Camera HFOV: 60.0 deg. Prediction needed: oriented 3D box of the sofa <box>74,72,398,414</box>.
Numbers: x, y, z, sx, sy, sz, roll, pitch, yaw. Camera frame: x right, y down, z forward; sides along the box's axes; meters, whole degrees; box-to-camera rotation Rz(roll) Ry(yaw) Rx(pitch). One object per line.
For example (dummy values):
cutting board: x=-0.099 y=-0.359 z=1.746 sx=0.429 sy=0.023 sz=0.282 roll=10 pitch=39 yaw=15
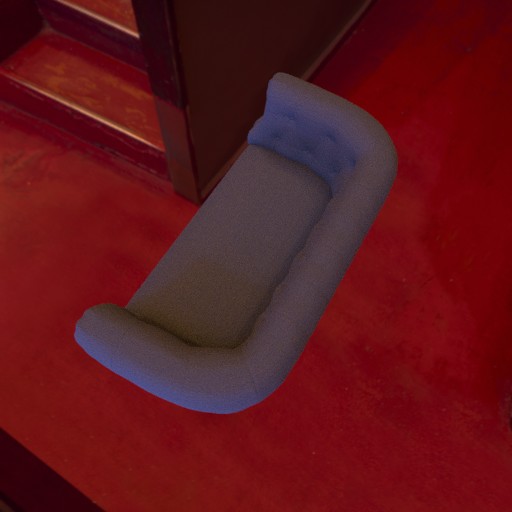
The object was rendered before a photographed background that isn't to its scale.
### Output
sofa: x=0.000 y=0.000 z=2.112 sx=0.835 sy=0.827 sz=1.558 roll=28 pitch=67 yaw=13
